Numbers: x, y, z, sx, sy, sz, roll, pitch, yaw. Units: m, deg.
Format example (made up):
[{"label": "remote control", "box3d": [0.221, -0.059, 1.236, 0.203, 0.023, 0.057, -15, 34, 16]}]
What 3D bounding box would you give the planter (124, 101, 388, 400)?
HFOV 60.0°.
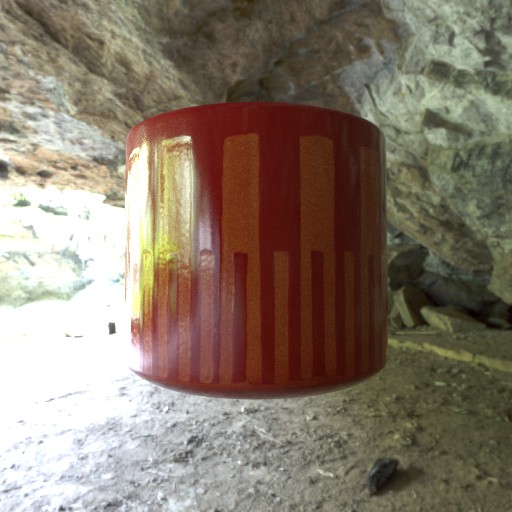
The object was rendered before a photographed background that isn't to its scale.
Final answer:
[{"label": "planter", "box3d": [0.000, 0.000, 0.405, 0.230, 0.202, 0.230, 0, -1, 0]}]
